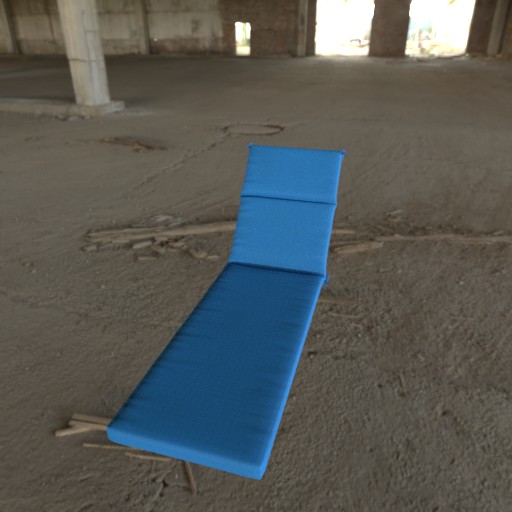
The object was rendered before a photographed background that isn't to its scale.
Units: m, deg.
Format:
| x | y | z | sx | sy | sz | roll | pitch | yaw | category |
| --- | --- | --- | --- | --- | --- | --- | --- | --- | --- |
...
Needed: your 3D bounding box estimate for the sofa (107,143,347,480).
| x | y | z | sx | sy | sz | roll | pitch | yaw | category |
| --- | --- | --- | --- | --- | --- | --- | --- | --- | --- |
| 0.000 | 0.000 | 1.929 | 0.582 | 0.622 | 1.663 | 7 | 28 | 14 | sofa |
